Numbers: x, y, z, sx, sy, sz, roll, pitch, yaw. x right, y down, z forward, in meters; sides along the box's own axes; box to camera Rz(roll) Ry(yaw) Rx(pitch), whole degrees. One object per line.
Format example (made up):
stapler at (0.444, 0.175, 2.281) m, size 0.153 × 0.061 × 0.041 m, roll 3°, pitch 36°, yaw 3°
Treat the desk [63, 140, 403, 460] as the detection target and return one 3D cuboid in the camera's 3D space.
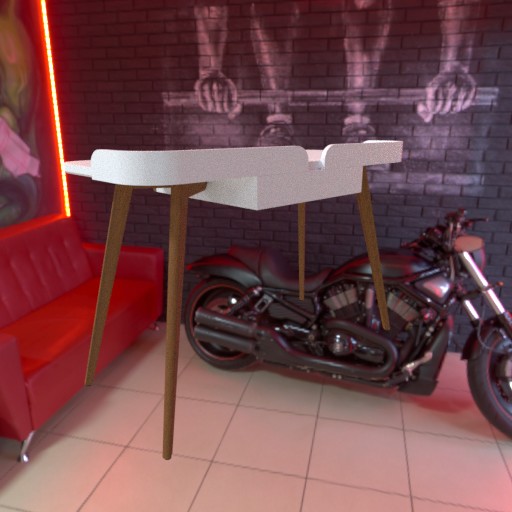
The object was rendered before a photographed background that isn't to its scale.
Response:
desk at (0.000, 0.000, 1.633) m, size 1.206 × 0.807 × 0.534 m, roll -15°, pitch 22°, yaw -42°
